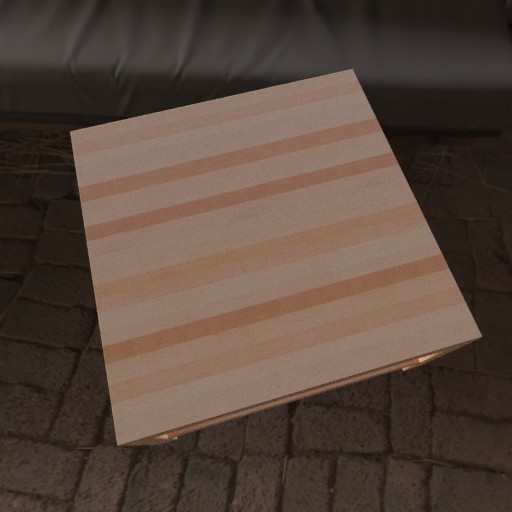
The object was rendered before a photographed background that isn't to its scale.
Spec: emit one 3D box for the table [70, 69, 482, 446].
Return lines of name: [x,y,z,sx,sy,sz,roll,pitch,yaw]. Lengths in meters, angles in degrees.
table: [0.000,0.000,1.415,0.900,0.450,0.900,-15,68,-6]
